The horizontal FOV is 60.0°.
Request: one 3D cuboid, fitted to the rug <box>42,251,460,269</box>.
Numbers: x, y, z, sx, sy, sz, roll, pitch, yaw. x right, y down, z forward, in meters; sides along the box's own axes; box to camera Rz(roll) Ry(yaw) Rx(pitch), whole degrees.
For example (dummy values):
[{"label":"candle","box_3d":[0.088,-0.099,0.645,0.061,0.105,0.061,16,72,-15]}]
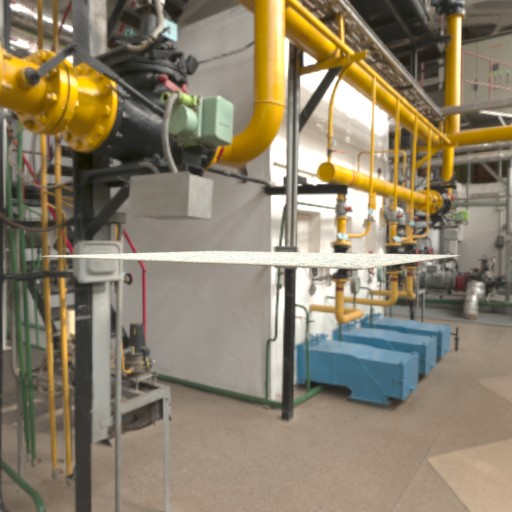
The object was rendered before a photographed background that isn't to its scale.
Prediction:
[{"label":"rug","box_3d":[0.000,0.000,4.026,2.980,0.012,2.363,1,2,35]}]
